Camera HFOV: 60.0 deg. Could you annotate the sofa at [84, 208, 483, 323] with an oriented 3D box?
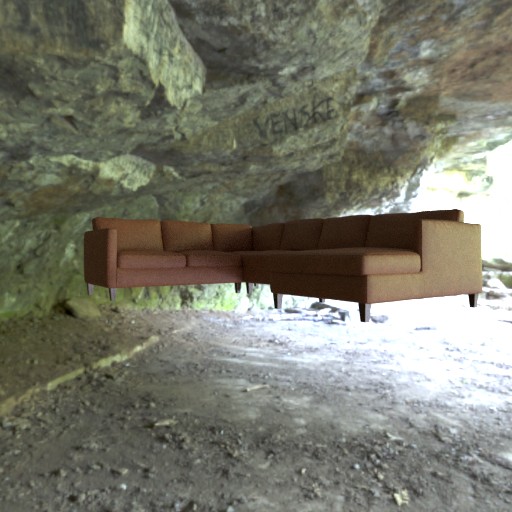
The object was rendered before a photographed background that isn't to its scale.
[{"bbox_3d":[0.000,0.000,4.594,2.593,0.923,3.460,0,0,-36],"label":"sofa"}]
